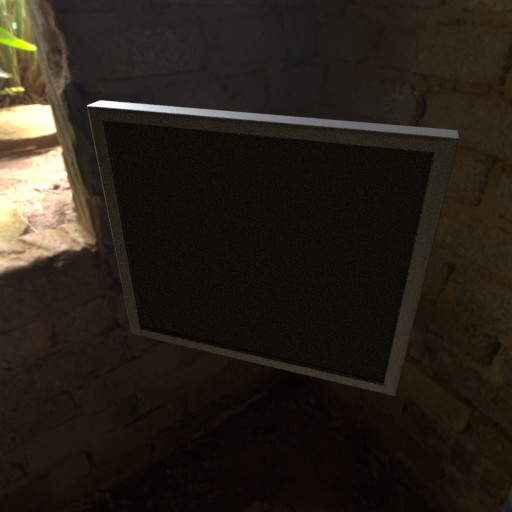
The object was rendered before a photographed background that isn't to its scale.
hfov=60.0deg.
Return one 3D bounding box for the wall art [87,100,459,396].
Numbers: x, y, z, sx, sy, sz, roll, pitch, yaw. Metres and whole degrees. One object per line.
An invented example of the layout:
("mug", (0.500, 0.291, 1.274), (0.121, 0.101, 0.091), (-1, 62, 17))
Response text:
("wall art", (0.000, 0.000, 0.533), (0.380, 0.330, 0.028), (10, 33, 15))
